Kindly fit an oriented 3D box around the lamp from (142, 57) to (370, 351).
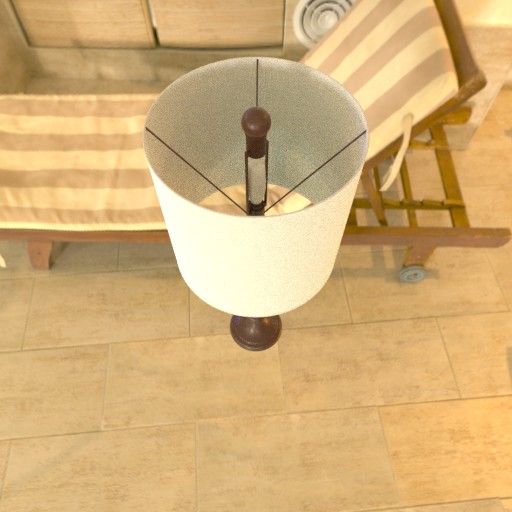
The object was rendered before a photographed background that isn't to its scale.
[{"bbox_3d":[0.000,0.000,0.728,0.250,0.597,0.250,1,59,0],"label":"lamp"}]
